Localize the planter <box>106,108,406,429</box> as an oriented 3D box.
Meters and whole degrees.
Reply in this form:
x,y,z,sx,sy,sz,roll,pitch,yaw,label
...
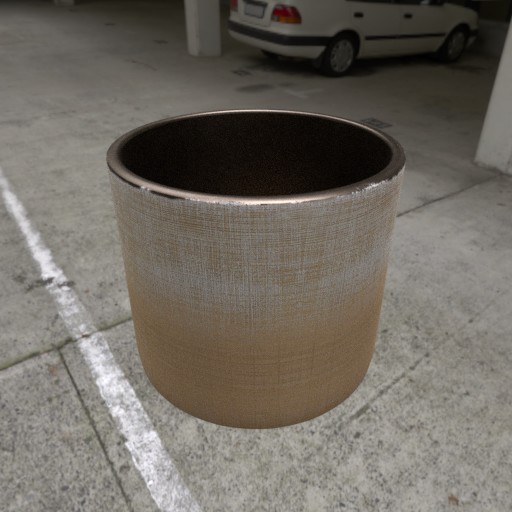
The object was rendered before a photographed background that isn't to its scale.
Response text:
x,y,z,sx,sy,sz,roll,pitch,yaw,label
0.000,0.000,0.384,0.221,0.201,0.221,0,31,0,planter
